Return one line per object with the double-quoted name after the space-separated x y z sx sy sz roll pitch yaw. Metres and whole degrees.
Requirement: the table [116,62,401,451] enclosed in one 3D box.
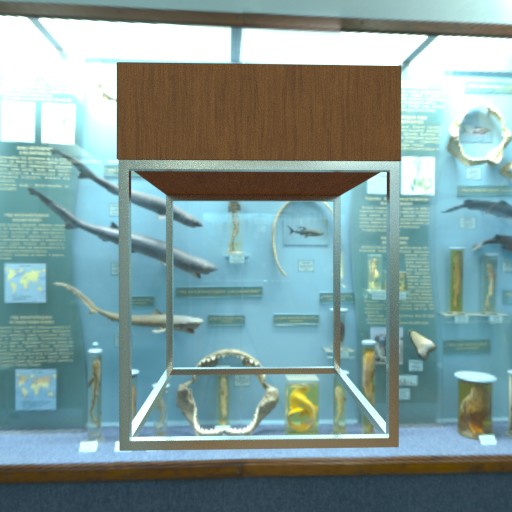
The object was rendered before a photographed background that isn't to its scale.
0.000 0.000 0.819 0.398 0.540 0.397 0 1 -2 "table"
